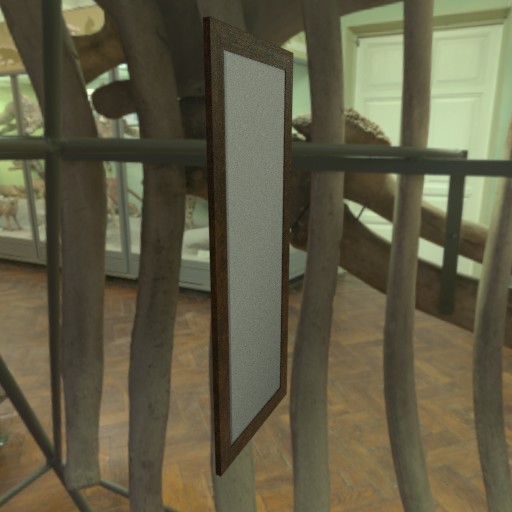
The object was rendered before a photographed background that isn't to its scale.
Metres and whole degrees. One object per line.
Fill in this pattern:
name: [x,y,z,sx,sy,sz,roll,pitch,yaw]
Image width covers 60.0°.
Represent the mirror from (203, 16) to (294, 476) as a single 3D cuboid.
mirror: [0.000,0.000,2.258,0.032,2.031,0.812,7,17,26]
